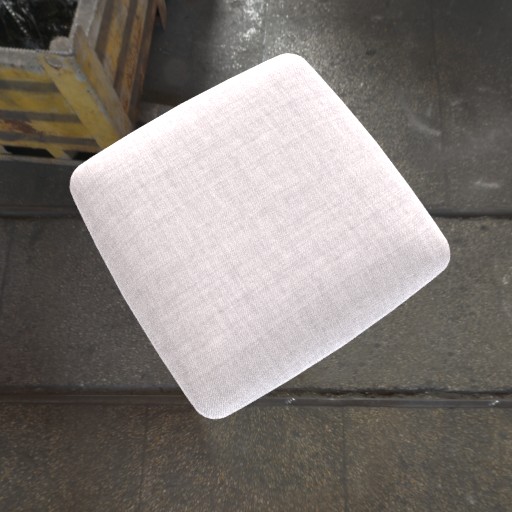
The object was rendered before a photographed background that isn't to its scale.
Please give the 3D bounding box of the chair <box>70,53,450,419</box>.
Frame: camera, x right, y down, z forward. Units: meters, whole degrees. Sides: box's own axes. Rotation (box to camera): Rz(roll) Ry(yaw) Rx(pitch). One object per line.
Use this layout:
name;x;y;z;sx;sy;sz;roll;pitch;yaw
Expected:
chair;0.000;0.000;0.688;0.350;0.440;0.350;-32;77;-8
